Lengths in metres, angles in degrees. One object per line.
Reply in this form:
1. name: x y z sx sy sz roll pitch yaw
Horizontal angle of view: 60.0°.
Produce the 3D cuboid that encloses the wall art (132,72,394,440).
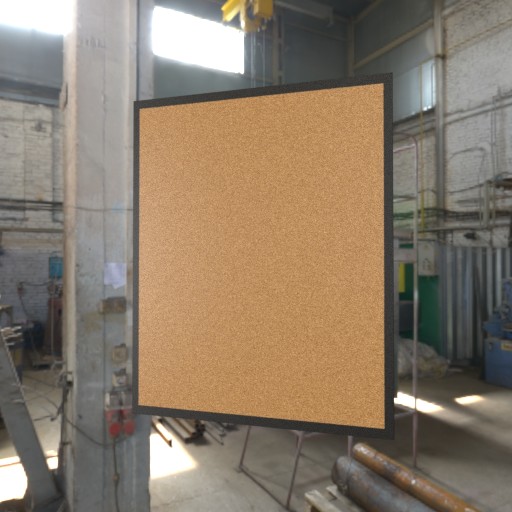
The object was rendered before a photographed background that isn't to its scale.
1. wall art: 0.000 0.000 0.498 0.294 0.369 0.030 0 -1 16
